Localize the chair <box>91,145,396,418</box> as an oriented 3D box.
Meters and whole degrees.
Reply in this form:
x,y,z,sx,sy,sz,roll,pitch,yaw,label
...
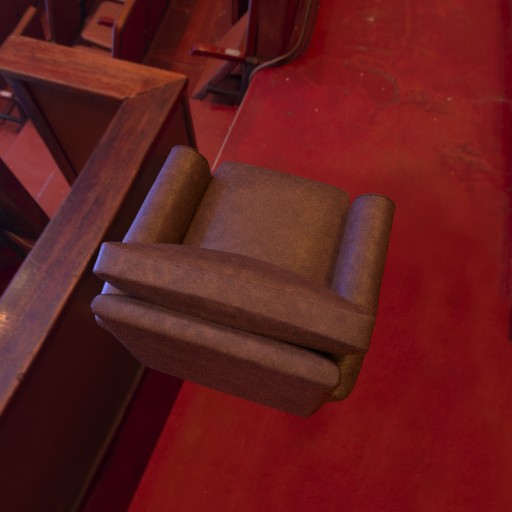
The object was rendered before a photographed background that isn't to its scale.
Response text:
x,y,z,sx,sy,sz,roll,pitch,yaw,label
0.000,0.000,1.800,0.996,0.976,1.002,16,64,8,chair
